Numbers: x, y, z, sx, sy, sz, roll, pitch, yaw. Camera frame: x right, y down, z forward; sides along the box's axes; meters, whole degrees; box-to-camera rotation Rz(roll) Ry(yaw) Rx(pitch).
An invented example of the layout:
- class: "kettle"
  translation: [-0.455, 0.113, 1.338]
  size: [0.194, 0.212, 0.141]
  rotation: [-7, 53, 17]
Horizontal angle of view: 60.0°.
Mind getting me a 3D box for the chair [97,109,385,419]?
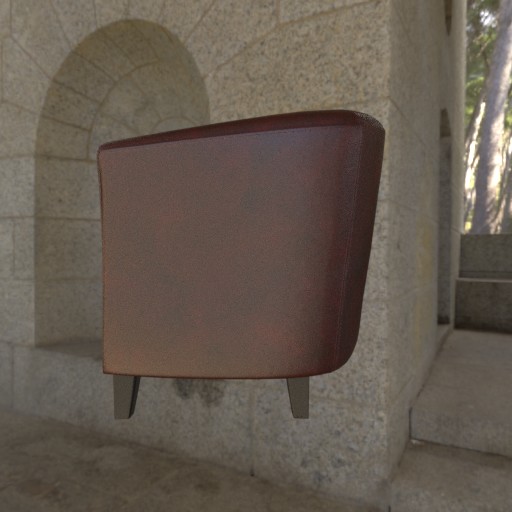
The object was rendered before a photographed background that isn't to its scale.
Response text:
- class: "chair"
  translation: [0.000, 0.000, 1.359]
  size: [0.727, 0.756, 0.792]
  rotation: [0, 1, 0]
